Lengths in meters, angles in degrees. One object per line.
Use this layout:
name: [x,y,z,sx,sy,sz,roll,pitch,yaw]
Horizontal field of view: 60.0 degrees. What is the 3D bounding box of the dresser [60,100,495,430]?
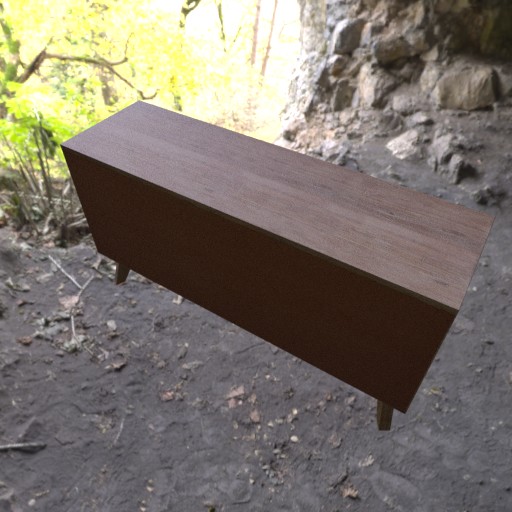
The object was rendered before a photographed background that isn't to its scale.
dresser: [0.000,0.000,1.881,1.554,0.805,0.455,24,50,22]
